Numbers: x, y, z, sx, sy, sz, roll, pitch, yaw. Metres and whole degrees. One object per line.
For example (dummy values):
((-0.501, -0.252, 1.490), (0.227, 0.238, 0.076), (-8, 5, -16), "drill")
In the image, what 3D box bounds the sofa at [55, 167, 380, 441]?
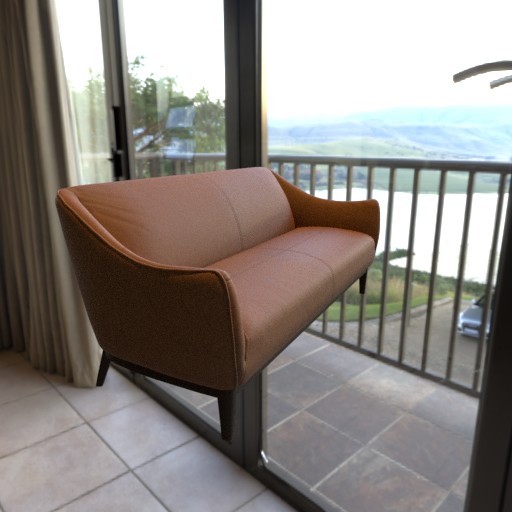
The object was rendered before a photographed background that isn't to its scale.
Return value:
((0.000, 0.000, 2.329), (0.869, 0.830, 1.928), (8, 16, 27), "sofa")
